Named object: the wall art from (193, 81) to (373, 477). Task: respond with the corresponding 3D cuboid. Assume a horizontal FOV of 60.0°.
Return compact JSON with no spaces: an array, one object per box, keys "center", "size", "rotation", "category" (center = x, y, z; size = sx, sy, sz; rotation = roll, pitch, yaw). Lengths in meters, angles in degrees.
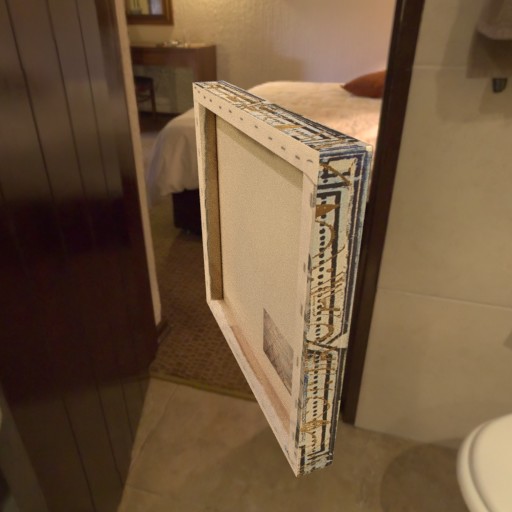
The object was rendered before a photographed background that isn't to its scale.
[{"center":[0.000,0.000,0.464],"size":[0.038,0.306,0.302],"rotation":[-11,31,-19],"category":"wall art"}]
